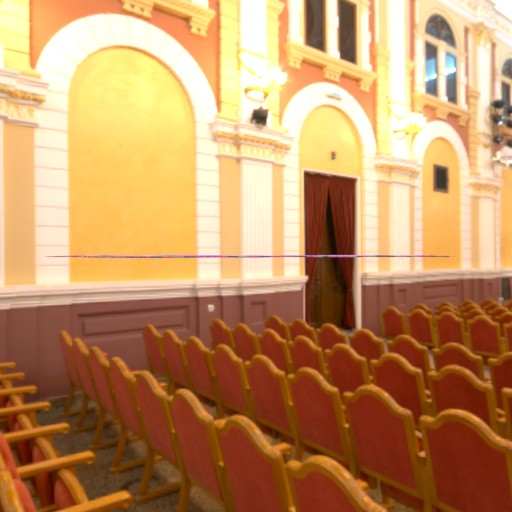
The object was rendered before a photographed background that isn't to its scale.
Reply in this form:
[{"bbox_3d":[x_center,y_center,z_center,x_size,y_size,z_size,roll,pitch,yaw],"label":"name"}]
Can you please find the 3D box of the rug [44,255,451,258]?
[{"bbox_3d":[0.000,0.000,2.983,2.350,0.013,1.539,0,0,-37],"label":"rug"}]
